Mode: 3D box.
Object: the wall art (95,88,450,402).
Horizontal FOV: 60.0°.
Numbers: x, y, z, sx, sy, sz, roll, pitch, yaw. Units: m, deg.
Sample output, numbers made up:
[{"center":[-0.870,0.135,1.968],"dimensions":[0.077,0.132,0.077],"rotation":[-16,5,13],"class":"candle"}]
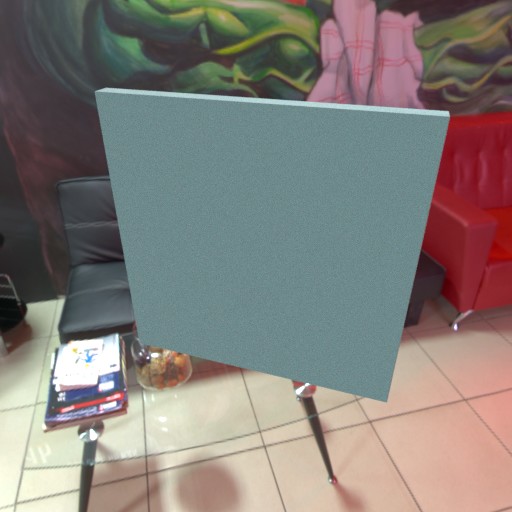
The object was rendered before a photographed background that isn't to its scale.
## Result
[{"center":[0.000,0.000,0.891],"dimensions":[0.603,0.603,0.036],"rotation":[10,32,15],"class":"wall art"}]
